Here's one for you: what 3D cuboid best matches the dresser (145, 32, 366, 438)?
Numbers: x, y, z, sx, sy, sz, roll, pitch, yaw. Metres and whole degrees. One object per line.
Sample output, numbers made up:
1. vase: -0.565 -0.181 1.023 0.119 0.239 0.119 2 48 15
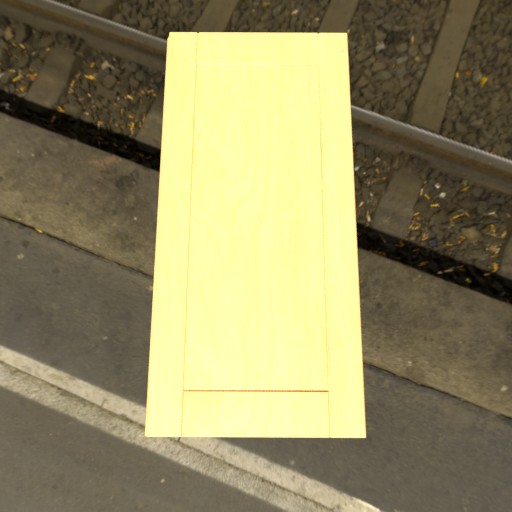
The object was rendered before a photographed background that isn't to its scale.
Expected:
1. dresser: 0.000 0.000 1.373 0.440 0.835 0.915 0 77 0
